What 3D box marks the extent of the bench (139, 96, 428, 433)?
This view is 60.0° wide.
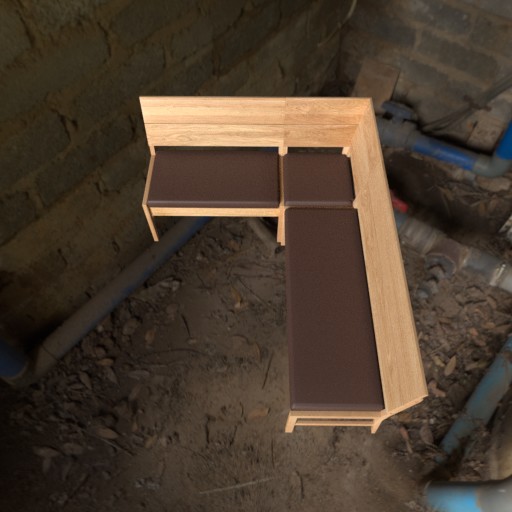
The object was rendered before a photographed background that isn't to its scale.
[{"bbox_3d":[0.000,0.000,2.810,1.549,0.890,1.975,0,58,0],"label":"bench"}]
